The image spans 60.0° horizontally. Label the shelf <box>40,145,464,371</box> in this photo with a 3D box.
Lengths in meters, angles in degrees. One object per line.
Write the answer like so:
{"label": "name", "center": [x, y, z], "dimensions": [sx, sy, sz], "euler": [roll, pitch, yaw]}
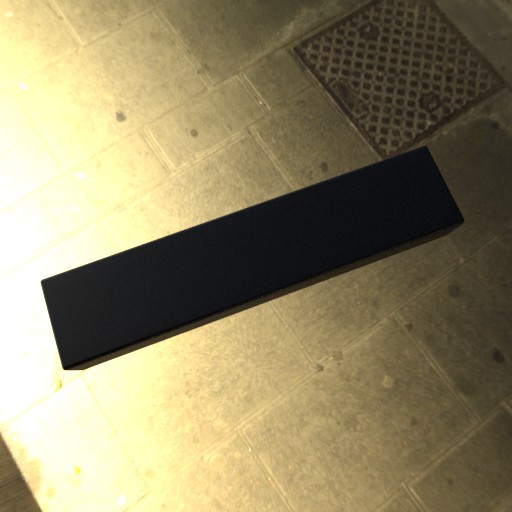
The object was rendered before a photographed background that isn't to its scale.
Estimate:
{"label": "shelf", "center": [0.000, 0.000, 0.505], "dimensions": [0.456, 0.053, 0.102], "euler": [-20, 77, -5]}
